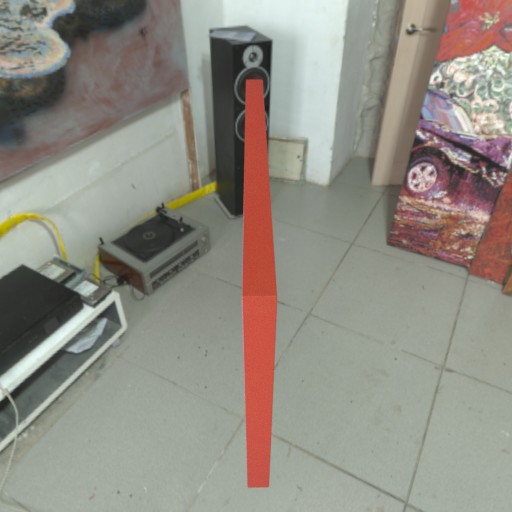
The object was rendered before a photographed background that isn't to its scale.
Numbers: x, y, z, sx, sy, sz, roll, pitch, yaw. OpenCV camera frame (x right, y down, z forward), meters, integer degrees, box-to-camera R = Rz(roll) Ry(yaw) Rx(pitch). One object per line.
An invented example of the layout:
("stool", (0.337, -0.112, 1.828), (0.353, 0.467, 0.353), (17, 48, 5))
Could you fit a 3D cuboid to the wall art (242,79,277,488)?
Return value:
("wall art", (0.000, 0.000, 0.773), (0.033, 0.405, 0.607), (0, 40, 0))
